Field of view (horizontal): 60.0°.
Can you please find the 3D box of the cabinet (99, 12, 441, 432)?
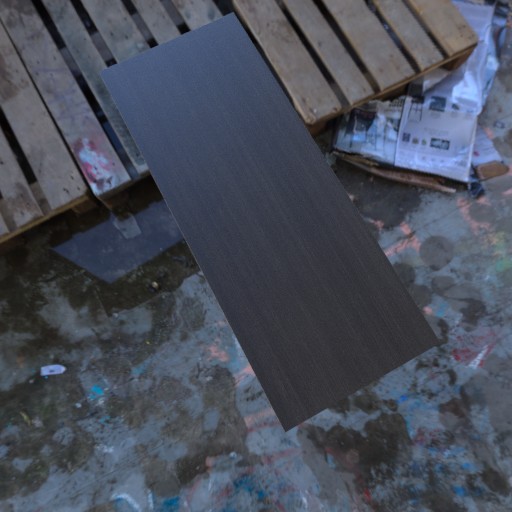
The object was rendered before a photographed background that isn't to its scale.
[{"bbox_3d":[0.000,0.000,1.647,0.400,1.170,1.010,-27,77,-7],"label":"cabinet"}]
